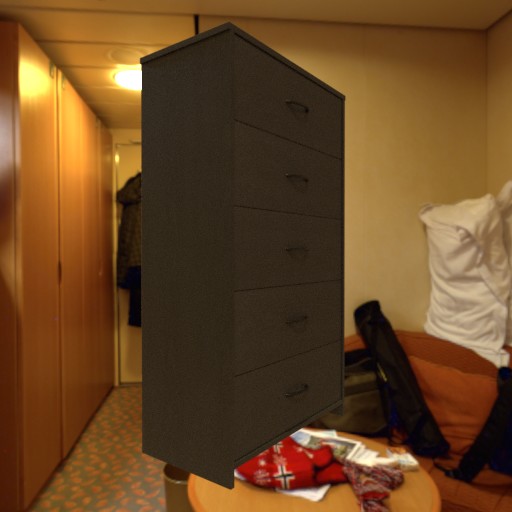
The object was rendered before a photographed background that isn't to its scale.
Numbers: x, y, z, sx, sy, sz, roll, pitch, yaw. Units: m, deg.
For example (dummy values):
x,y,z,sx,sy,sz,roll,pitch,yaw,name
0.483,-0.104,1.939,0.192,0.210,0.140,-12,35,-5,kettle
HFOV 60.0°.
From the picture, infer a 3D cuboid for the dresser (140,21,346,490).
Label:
x,y,z,sx,sy,sz,roll,pitch,yaw,name
0.000,0.000,1.571,0.399,1.255,0.704,0,1,37,dresser
